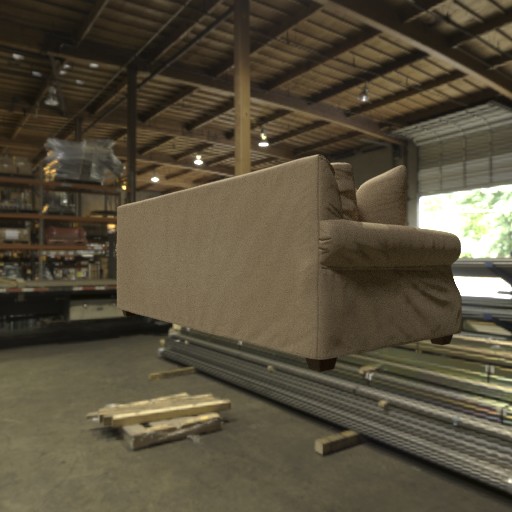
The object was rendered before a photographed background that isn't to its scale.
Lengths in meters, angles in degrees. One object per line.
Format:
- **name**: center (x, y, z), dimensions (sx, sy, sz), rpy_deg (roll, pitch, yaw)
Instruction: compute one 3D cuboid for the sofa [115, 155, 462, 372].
- **sofa**: center (0.000, 0.000, 2.818), dimensions (1.067, 0.904, 2.285), rpy_deg (0, 0, -37)
